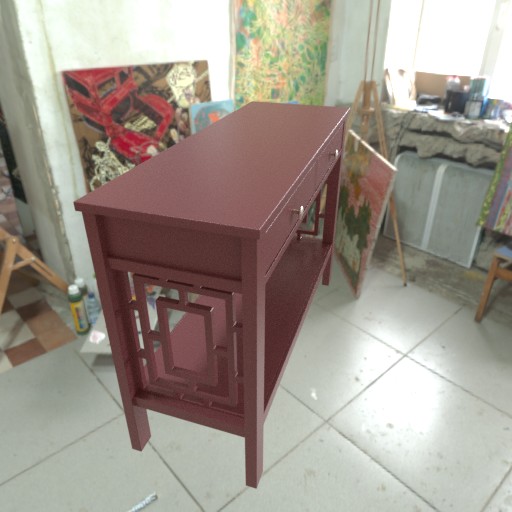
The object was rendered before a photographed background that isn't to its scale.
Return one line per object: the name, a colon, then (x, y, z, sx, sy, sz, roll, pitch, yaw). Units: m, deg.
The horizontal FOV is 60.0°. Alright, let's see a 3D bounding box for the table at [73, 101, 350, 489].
table: (0.000, 0.000, 1.440, 0.397, 0.753, 1.068, 10, 31, 16)
